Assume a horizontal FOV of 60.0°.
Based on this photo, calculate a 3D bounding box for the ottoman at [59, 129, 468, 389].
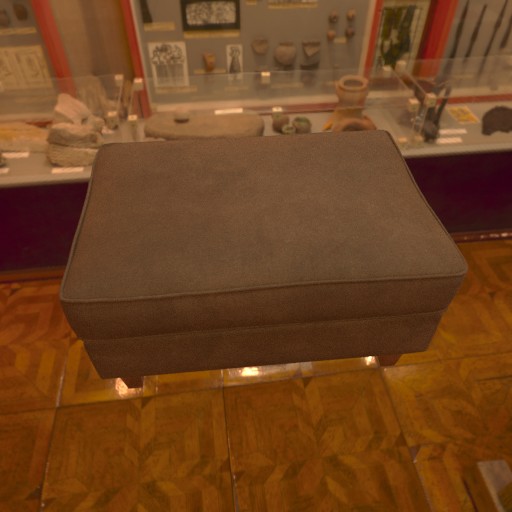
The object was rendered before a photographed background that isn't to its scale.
[{"bbox_3d":[0.000,0.000,1.221,0.860,0.481,0.596,-4,46,-4],"label":"ottoman"}]
